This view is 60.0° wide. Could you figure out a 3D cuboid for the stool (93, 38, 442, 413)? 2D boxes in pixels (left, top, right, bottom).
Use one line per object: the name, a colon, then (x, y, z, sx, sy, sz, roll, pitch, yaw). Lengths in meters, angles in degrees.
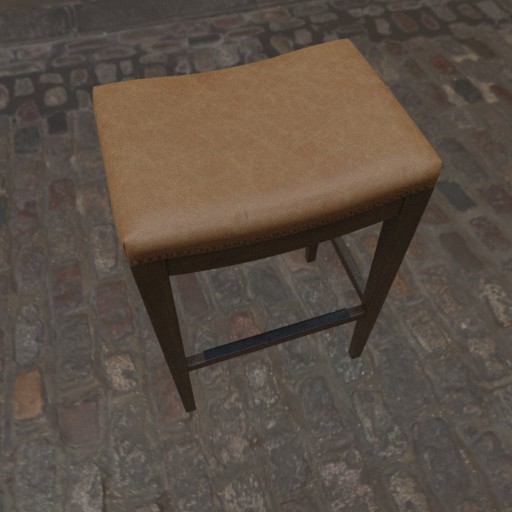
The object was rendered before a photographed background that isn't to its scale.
stool: (0.000, 0.000, 0.985, 0.500, 0.759, 0.361, -15, 58, -10)
